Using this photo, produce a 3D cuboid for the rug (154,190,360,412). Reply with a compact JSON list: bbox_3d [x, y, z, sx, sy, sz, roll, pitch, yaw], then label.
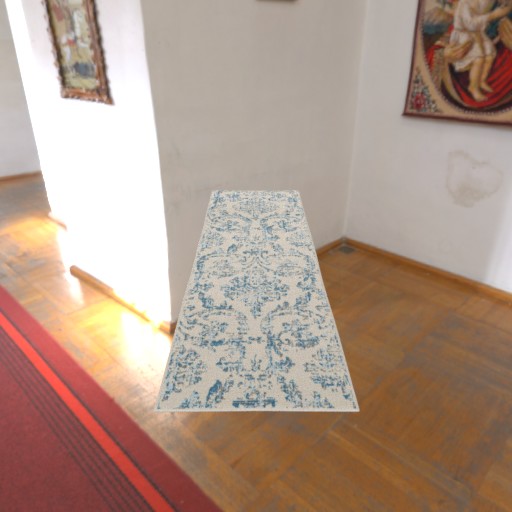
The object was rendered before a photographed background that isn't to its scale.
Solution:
[{"bbox_3d":[0.000,0.000,2.399,0.662,0.011,2.196,0,27,0],"label":"rug"}]
